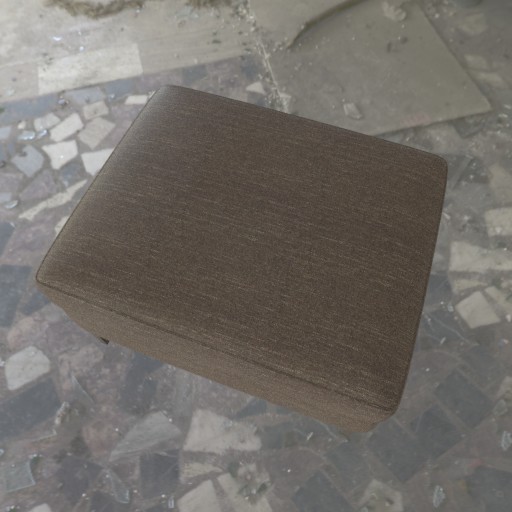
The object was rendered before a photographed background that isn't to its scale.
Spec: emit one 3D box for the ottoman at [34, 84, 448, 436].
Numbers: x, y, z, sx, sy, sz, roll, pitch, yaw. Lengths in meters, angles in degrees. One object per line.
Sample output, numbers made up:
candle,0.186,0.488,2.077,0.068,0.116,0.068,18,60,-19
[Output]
ottoman,0.000,0.000,1.187,0.820,0.490,0.671,18,64,9
